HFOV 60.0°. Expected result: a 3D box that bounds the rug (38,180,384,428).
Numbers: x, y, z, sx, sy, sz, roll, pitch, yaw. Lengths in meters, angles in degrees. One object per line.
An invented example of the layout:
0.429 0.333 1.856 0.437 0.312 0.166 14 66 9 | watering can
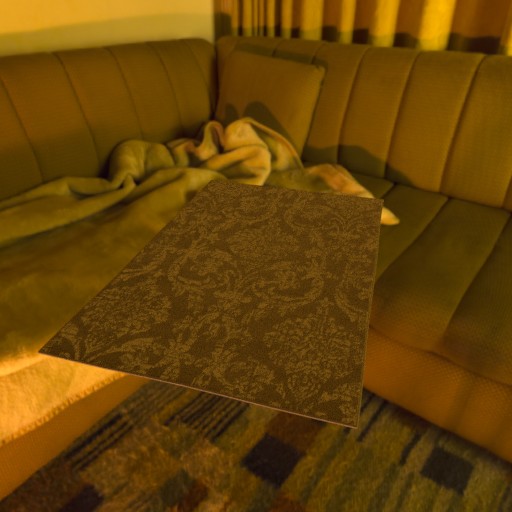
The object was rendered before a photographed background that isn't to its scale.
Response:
0.000 0.000 2.293 1.206 0.012 1.824 9 33 14 | rug
